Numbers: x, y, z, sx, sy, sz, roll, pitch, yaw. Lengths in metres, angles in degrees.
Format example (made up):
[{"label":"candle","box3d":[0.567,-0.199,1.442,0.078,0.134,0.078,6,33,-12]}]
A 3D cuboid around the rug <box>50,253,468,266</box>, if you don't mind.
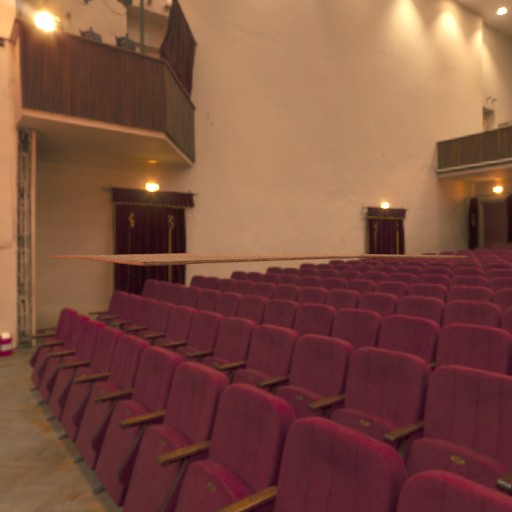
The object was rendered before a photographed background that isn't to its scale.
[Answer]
[{"label":"rug","box3d":[0.000,0.000,5.015,3.778,0.053,2.873,-1,1,-35]}]
